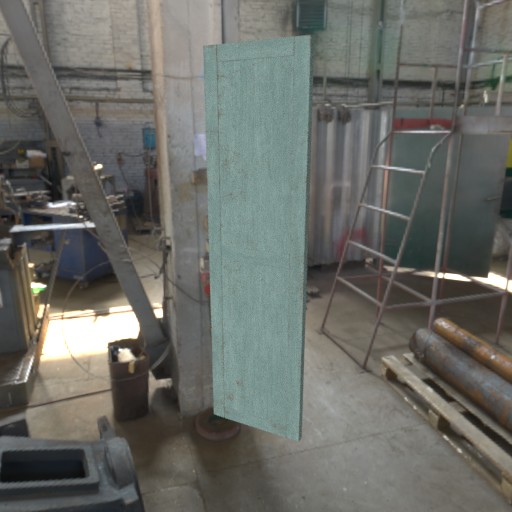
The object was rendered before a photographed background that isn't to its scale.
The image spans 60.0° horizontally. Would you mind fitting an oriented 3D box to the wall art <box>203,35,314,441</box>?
[{"bbox_3d":[0.000,0.000,1.375,0.329,1.219,0.025,8,17,26],"label":"wall art"}]
